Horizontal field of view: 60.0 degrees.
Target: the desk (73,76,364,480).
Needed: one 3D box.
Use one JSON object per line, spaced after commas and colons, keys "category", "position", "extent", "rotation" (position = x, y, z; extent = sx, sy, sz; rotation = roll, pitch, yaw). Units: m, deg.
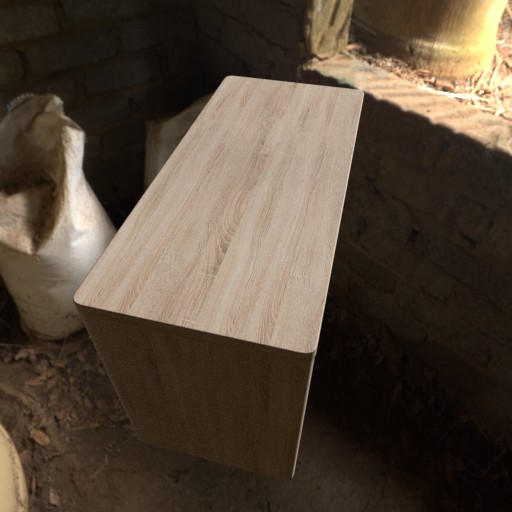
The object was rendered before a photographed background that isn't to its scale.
{"category": "desk", "position": [0.000, 0.000, 1.607], "extent": [0.550, 0.760, 1.200], "rotation": [10, 47, 10]}
